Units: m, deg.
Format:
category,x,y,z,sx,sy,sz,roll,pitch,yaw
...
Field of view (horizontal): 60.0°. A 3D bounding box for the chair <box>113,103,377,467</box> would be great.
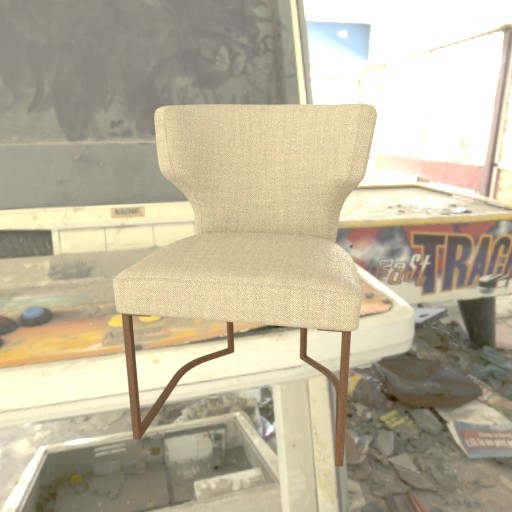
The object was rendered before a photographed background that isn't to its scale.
category,x,y,z,sx,sy,sz,roll,pitch,yaw
chair,0.000,0.000,1.230,0.611,0.824,0.617,3,16,10
